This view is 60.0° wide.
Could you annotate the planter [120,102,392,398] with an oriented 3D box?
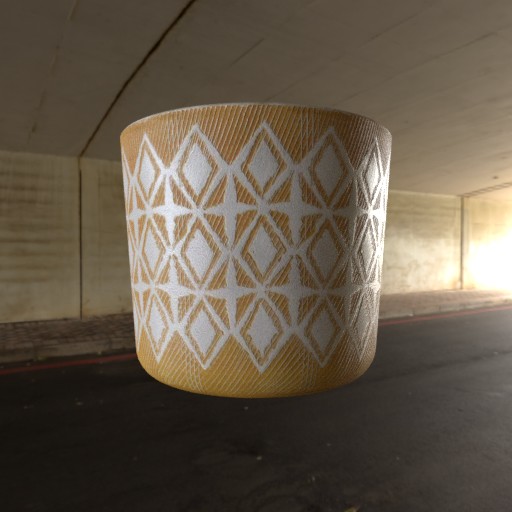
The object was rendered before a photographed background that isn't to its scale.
[{"bbox_3d":[0.000,0.000,0.330,0.193,0.165,0.193,0,1,0],"label":"planter"}]
